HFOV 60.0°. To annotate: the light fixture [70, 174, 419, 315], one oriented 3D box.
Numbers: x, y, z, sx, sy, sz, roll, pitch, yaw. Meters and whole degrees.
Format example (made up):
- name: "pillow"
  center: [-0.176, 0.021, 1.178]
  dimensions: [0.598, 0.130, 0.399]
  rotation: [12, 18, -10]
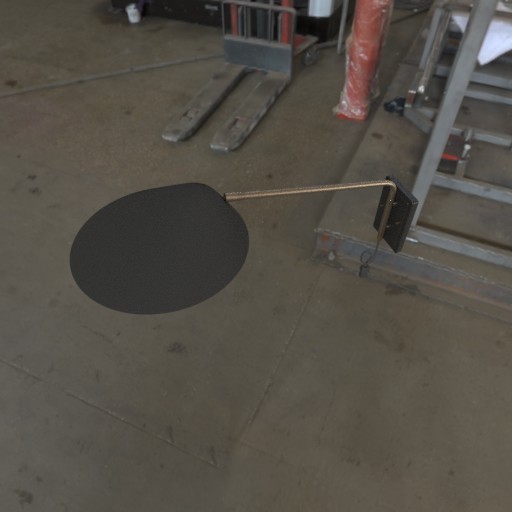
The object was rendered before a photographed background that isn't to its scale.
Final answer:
- name: "light fixture"
  center: [0.000, 0.000, 0.696]
  dimensions: [0.516, 0.312, 0.240]
  rotation: [-16, 49, -14]
